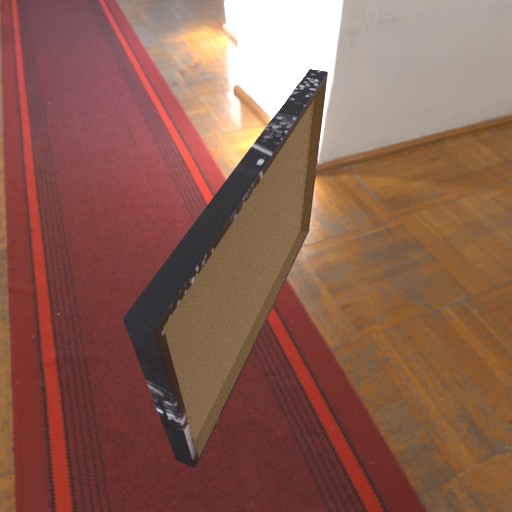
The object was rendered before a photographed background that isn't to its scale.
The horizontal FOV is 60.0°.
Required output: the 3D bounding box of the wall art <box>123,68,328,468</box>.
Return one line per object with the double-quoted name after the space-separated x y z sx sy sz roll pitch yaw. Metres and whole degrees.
0.000 0.000 0.774 0.037 0.406 0.609 17 49 15 "wall art"
